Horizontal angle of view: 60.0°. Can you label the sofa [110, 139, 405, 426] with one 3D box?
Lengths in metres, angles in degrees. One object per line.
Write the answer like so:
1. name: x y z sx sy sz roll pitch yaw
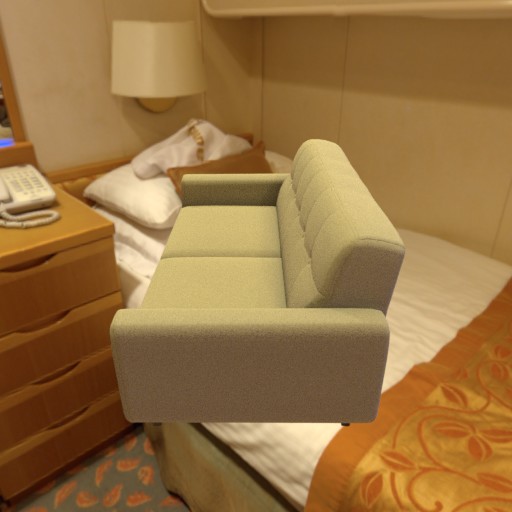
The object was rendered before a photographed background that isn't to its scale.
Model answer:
1. sofa: 0.000 0.000 2.229 0.980 0.892 1.655 0 28 0
